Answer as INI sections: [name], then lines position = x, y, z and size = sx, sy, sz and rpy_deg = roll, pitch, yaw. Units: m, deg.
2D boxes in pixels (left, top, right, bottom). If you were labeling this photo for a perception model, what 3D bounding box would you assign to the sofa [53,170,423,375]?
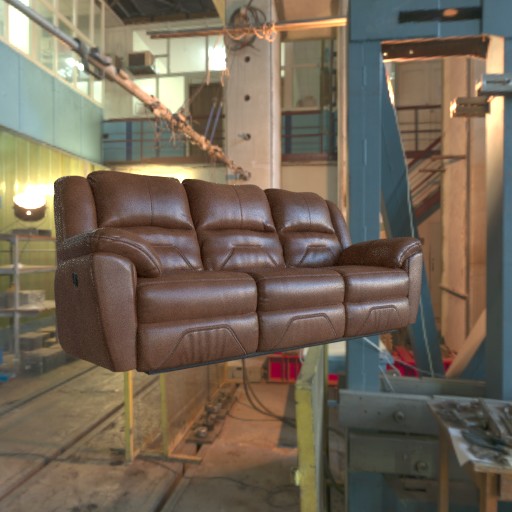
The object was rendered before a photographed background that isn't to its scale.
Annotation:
[sofa]
position = 0.000, 0.000, 2.837
size = 2.337, 1.043, 0.991
rpy_deg = -1, 1, -37
